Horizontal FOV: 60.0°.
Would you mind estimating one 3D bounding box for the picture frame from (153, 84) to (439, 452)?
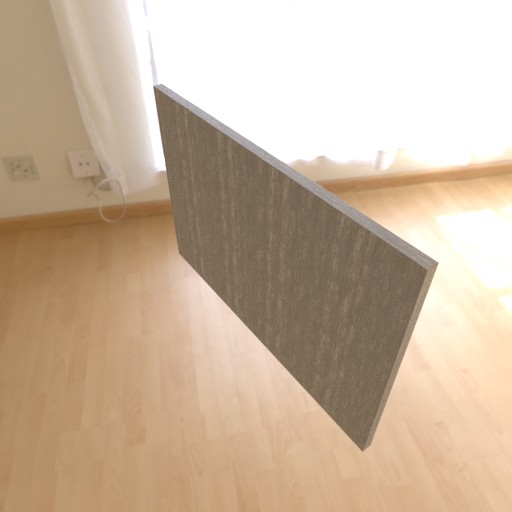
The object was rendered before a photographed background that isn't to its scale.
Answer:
[{"bbox_3d":[0.000,0.000,1.206,0.029,0.640,0.950,-26,48,-26],"label":"picture frame"}]
